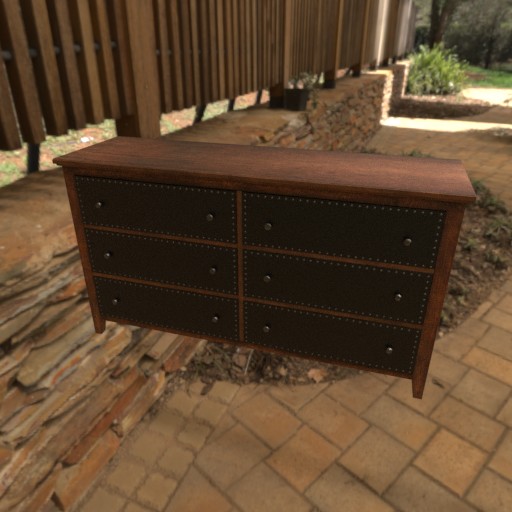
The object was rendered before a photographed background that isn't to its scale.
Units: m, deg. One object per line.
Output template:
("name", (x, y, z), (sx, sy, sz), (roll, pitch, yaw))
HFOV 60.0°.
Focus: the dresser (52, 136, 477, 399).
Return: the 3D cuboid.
("dresser", (0.000, 0.000, 1.938), (1.551, 0.856, 0.463), (8, 28, 15))
